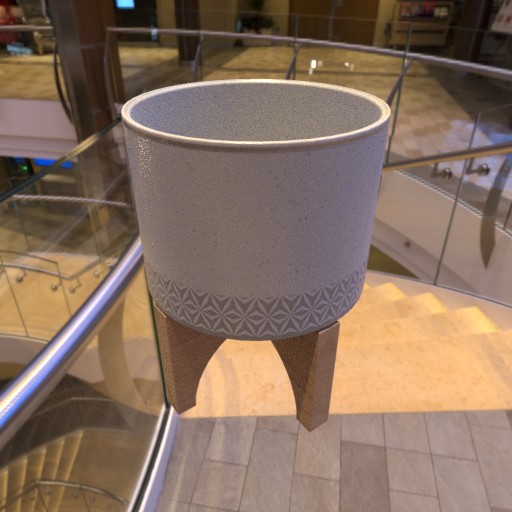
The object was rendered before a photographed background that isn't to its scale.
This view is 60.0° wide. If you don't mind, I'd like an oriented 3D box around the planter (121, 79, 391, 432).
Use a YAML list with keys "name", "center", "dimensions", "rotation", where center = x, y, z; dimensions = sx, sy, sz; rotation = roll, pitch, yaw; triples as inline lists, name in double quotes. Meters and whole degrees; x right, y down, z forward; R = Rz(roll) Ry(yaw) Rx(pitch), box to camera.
- name: "planter"
  center: [0.000, 0.000, 0.266]
  dimensions: [0.130, 0.178, 0.130]
  rotation: [0, 32, 0]
